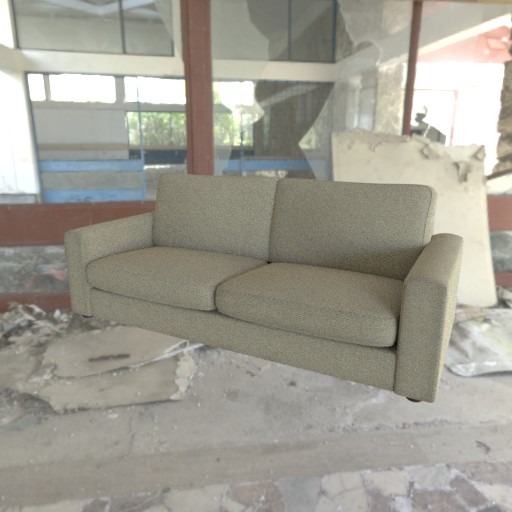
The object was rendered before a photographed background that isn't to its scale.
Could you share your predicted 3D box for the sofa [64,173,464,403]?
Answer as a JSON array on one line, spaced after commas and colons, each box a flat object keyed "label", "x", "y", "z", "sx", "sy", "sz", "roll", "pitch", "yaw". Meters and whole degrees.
[{"label": "sofa", "x": 0.000, "y": 0.000, "z": 2.637, "sx": 2.179, "sy": 0.873, "sz": 1.016, "roll": 8, "pitch": 17, "yaw": 27}]
